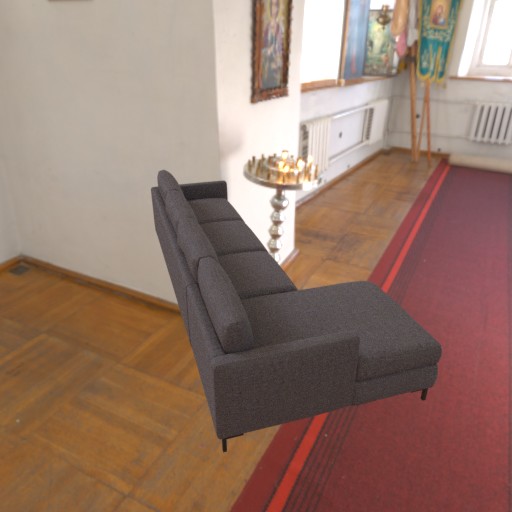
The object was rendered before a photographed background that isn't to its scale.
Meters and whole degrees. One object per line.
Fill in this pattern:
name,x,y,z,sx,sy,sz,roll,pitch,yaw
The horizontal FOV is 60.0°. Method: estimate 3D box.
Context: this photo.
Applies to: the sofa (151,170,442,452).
sofa,0.000,0.000,3.335,1.258,0.754,2.731,-8,28,-16
